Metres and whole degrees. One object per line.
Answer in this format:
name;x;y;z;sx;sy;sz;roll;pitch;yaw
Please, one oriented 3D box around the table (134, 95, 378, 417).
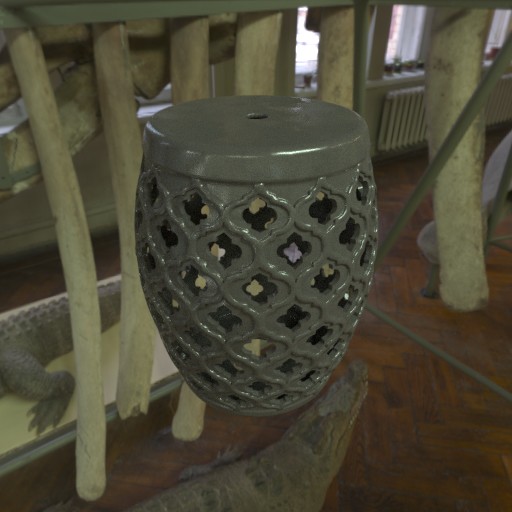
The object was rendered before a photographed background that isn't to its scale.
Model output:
table;0.000;0.000;0.626;0.325;0.388;0.325;0;31;0
